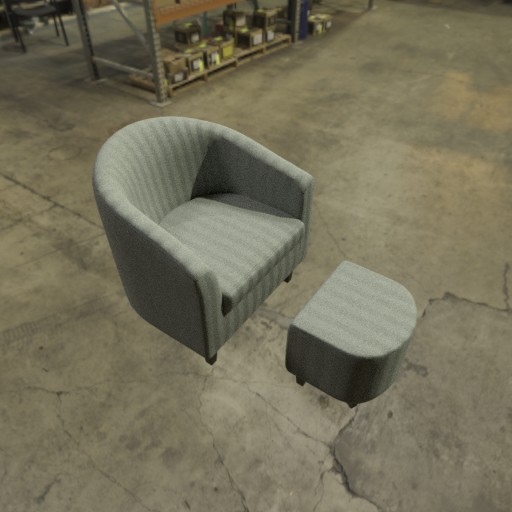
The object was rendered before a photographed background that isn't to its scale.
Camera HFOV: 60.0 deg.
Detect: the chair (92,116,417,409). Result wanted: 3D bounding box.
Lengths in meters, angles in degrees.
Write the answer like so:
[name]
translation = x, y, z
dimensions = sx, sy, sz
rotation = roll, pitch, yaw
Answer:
[chair]
translation = 0.000, 0.000, 1.749
dimensions = 1.288, 0.757, 0.756
rotation = 25, 47, 26
